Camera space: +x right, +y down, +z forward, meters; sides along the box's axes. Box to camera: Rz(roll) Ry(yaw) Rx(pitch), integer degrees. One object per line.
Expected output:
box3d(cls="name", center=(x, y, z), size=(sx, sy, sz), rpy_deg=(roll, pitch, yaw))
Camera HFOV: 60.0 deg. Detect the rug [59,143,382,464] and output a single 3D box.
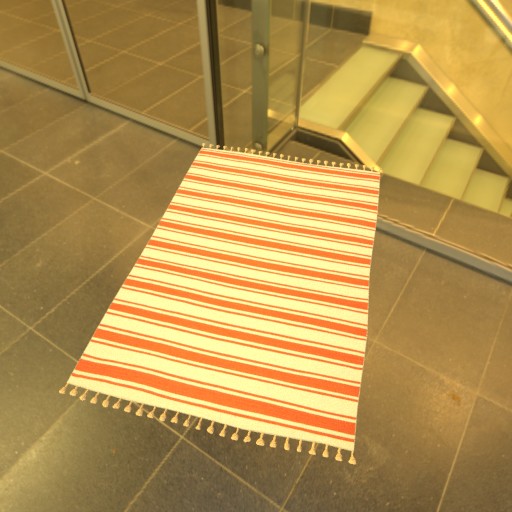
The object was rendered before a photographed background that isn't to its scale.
box3d(cls="rug", center=(0.000, 0.000, 3.005), size=(1.556, 0.022, 2.433), rpy_deg=(10, 48, 9))
